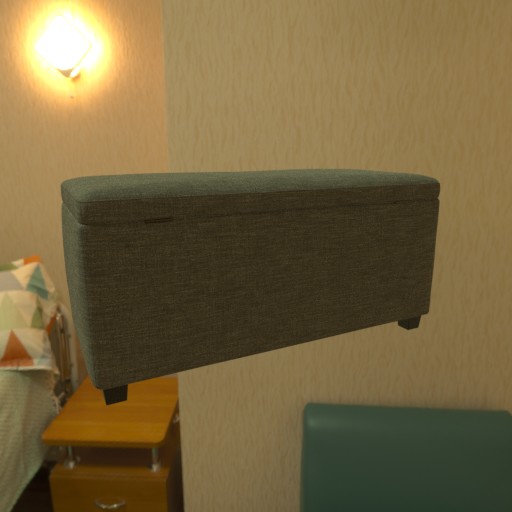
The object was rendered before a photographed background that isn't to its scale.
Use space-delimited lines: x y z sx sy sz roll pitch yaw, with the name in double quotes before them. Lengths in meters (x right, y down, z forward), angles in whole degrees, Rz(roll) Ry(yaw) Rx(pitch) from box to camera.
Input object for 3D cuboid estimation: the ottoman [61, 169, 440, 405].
"ottoman" 0.000 0.000 1.157 0.902 0.432 0.419 -7 16 -26
